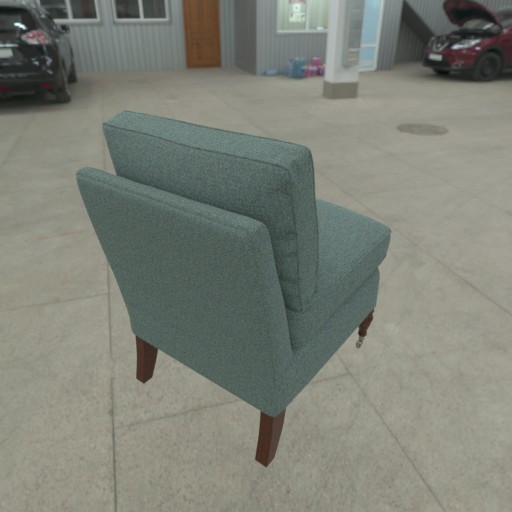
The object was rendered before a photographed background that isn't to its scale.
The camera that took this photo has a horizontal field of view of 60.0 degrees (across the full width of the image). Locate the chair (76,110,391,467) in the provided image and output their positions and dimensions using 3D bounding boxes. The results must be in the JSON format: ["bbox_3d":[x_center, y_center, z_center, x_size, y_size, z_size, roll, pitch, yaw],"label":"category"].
[{"bbox_3d":[0.000,0.000,1.418,0.624,0.901,0.796,21,35,32],"label":"chair"}]
